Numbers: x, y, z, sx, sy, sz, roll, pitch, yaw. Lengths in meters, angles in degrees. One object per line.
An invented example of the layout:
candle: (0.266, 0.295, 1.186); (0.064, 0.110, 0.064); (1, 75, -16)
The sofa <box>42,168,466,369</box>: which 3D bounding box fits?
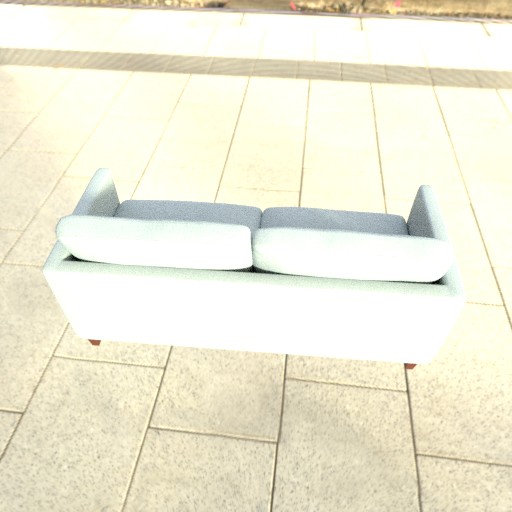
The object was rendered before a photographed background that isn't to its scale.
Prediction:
sofa: (0.000, 0.000, 2.761); (2.208, 0.965, 0.951); (4, 47, 3)
